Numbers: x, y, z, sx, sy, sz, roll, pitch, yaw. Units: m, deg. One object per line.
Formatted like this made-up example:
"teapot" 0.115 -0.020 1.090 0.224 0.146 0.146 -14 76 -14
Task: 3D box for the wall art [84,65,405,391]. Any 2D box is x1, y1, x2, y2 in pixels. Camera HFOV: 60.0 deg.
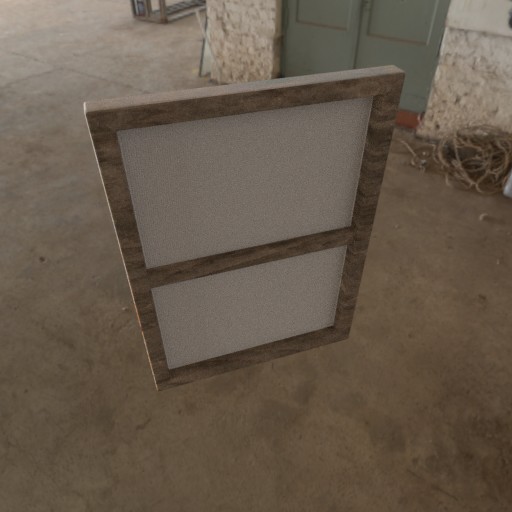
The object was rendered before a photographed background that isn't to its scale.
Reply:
"wall art" 0.000 0.000 0.791 0.443 0.605 0.035 -12 43 -14
